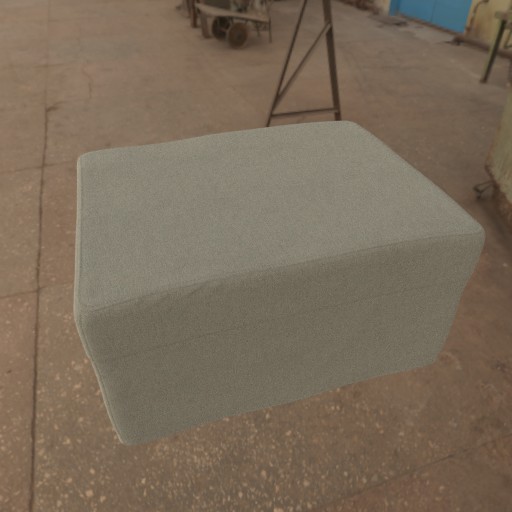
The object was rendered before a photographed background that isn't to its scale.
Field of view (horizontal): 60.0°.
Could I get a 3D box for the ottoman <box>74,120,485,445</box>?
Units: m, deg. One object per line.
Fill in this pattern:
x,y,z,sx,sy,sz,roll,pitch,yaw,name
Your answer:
0.000,0.000,1.188,0.833,0.461,0.648,-11,40,-13,ottoman
